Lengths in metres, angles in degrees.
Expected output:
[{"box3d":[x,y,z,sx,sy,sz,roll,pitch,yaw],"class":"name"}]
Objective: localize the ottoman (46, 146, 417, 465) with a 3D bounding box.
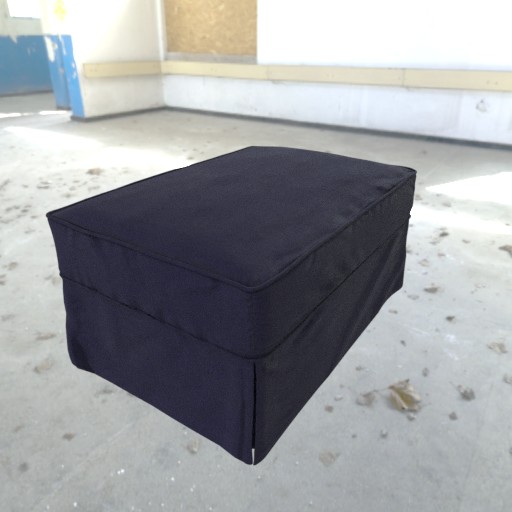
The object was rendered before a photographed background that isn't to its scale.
[{"box3d":[0.000,0.000,1.293,0.637,0.503,0.938,17,31,31],"class":"ottoman"}]
